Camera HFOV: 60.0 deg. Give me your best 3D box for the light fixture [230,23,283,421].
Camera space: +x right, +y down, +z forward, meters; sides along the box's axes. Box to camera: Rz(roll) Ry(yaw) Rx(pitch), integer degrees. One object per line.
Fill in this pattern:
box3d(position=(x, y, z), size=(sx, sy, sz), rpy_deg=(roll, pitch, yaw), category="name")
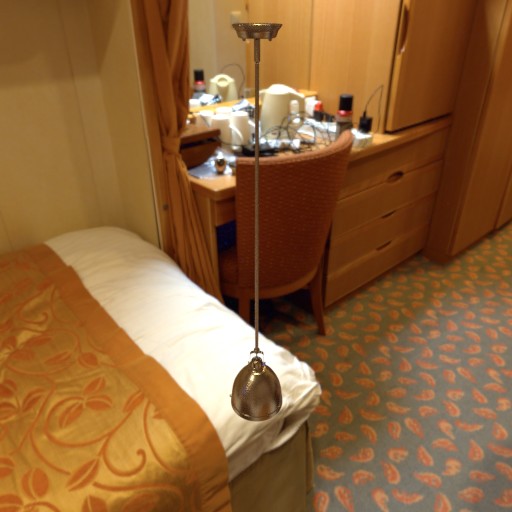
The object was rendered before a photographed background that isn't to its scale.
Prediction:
box3d(position=(0.000, 0.000, 1.474), size=(0.217, 1.367, 0.211), rpy_deg=(1, 30, 1), category="light fixture")
